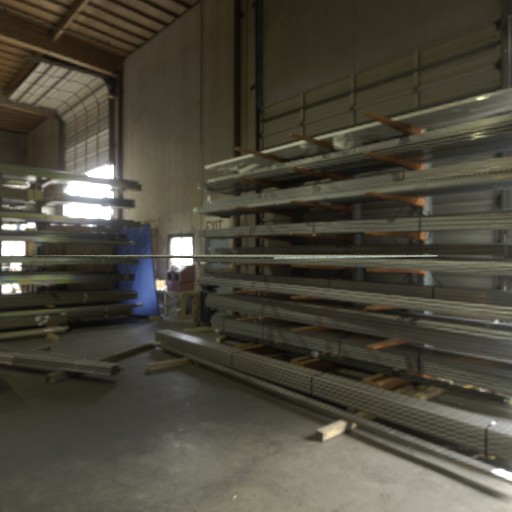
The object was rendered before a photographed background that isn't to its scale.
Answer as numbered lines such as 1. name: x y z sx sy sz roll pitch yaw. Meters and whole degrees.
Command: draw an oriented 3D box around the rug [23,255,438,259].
1. rug: 0.000 0.000 4.077 2.441 0.013 3.056 0 0 36
